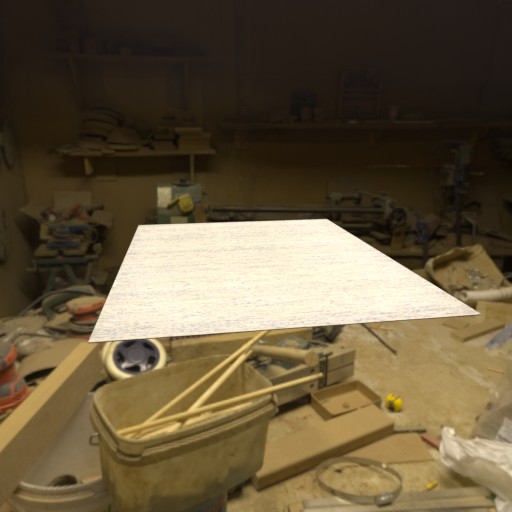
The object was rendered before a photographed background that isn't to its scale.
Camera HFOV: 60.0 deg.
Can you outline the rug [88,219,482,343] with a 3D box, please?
[{"bbox_3d":[0.000,0.000,4.199,2.438,0.006,3.197,-3,16,-9],"label":"rug"}]
